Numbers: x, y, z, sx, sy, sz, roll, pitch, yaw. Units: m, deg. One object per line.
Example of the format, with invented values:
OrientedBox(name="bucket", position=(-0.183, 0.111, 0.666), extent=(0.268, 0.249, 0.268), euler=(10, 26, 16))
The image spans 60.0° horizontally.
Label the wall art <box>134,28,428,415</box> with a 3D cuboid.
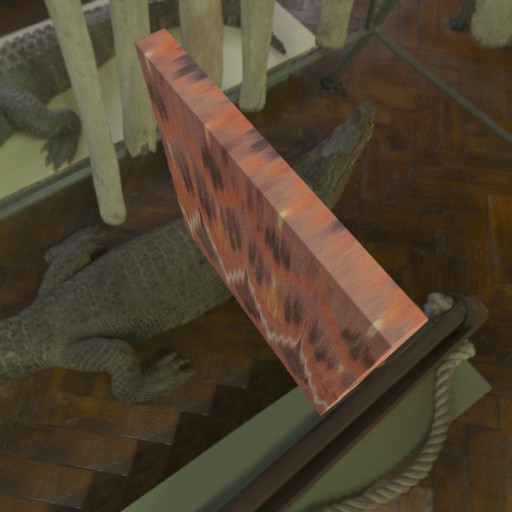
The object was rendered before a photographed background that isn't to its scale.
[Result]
OrientedBox(name="wall art", position=(0.000, 0.000, 0.585), extent=(0.038, 0.406, 0.403), euler=(-32, 68, -15))
